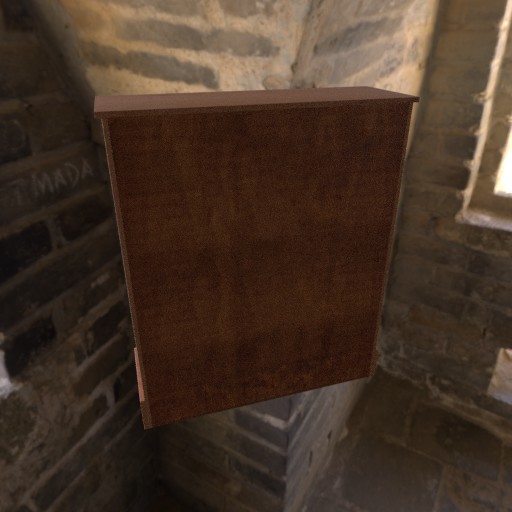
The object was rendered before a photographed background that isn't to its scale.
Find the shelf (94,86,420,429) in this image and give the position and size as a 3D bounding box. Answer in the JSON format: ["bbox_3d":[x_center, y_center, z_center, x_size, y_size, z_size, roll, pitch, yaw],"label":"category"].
[{"bbox_3d":[0.000,0.000,1.434,0.840,0.980,0.291,-8,28,-16],"label":"shelf"}]
